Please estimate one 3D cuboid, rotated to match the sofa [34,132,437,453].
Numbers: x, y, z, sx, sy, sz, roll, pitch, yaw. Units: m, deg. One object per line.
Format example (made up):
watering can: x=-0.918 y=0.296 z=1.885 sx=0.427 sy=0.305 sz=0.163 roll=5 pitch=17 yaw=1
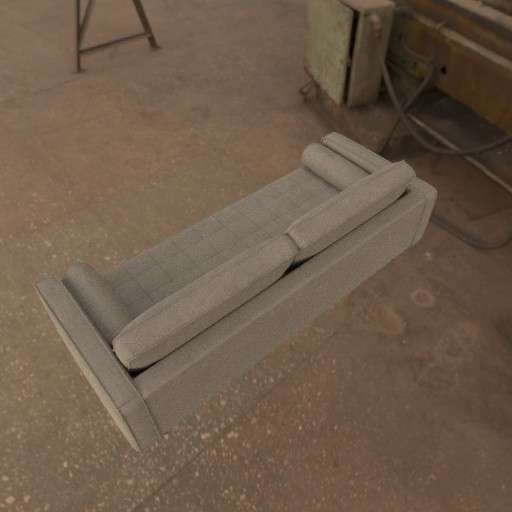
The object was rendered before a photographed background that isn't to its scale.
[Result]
sofa: x=0.000 y=0.000 z=2.601 sx=2.211 sy=0.762 sz=0.914 roll=-32 pitch=55 yaw=-26
